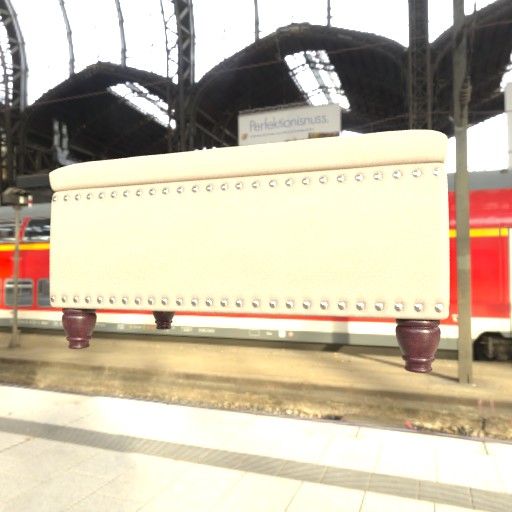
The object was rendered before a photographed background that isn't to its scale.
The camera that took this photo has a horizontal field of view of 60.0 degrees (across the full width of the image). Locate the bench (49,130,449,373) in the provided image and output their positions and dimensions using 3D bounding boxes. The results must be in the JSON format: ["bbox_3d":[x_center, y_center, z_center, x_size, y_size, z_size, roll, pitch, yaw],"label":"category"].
[{"bbox_3d":[0.000,0.000,1.142,0.887,0.449,0.500,-1,-2,19],"label":"bench"}]
